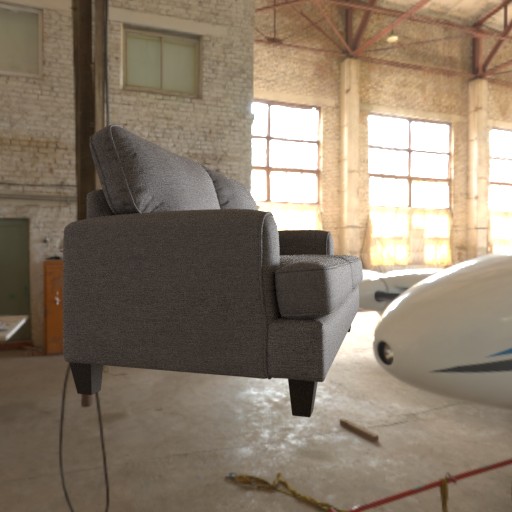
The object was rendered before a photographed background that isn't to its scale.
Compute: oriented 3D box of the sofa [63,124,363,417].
[{"bbox_3d":[0.000,0.000,2.185,0.965,0.965,1.651,0,1,17],"label":"sofa"}]
